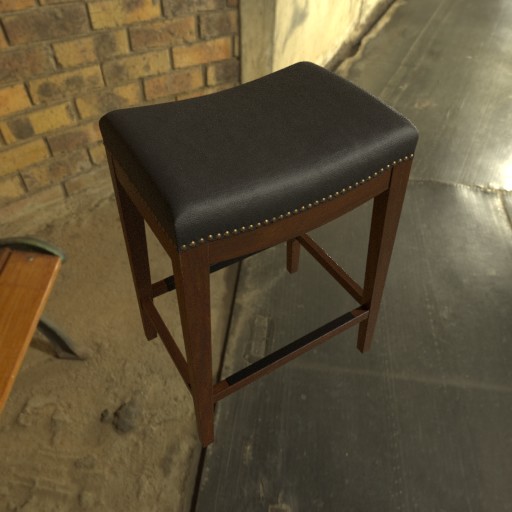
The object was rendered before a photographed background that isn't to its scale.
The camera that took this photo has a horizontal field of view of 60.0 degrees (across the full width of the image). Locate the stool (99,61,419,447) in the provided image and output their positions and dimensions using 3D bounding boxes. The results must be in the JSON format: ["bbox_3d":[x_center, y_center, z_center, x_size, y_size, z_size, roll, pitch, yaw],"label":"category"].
[{"bbox_3d":[0.000,0.000,0.950,0.490,0.664,0.353,-24,50,-21],"label":"stool"}]
